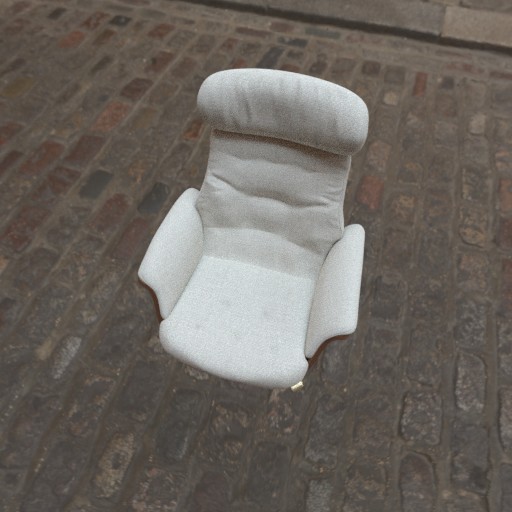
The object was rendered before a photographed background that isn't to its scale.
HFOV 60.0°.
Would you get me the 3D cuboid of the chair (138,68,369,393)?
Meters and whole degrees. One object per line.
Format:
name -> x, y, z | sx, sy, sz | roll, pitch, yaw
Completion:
chair -> 0.000, 0.000, 1.610 | 0.785, 0.995, 0.837 | 14, 59, 9
